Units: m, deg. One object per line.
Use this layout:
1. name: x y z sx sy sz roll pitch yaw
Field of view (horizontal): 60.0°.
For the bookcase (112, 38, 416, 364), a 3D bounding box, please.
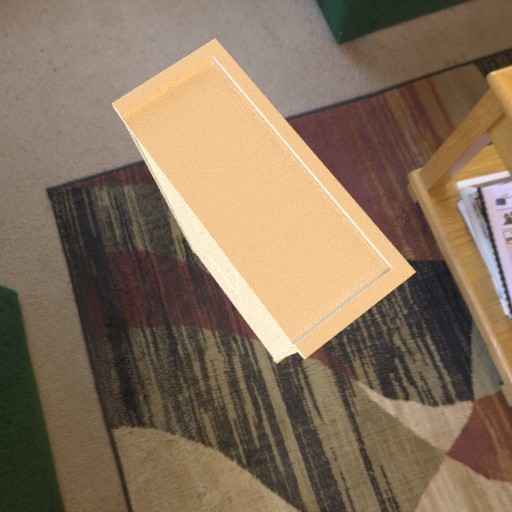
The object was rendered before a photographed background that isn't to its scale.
1. bookcase: 0.000 0.000 2.332 0.432 1.880 1.050 -36 78 -9
